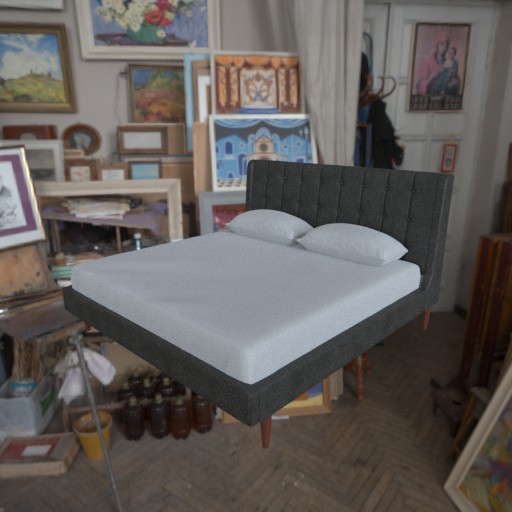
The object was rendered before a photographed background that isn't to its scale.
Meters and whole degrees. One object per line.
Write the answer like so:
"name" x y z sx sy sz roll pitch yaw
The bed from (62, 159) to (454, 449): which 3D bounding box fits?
"bed" 0.000 0.000 3.172 1.903 1.158 2.031 15 23 42
